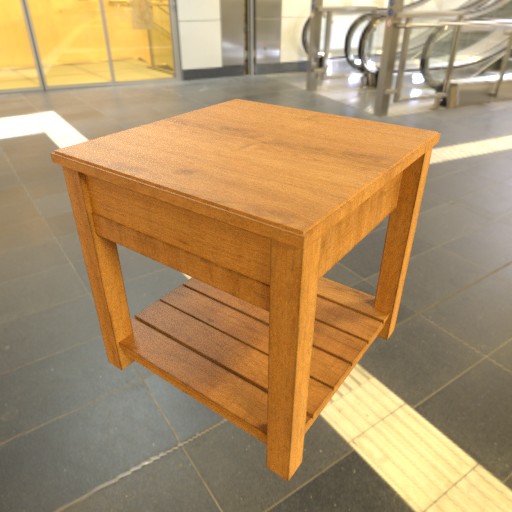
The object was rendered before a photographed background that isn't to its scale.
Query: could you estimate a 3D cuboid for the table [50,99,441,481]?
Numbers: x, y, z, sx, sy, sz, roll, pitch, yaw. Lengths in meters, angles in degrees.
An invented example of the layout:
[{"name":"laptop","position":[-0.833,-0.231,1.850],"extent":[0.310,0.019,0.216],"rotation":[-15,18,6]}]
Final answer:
[{"name":"table","position":[0.000,0.000,1.123],"extent":[0.612,0.593,0.616],"rotation":[21,37,30]}]
